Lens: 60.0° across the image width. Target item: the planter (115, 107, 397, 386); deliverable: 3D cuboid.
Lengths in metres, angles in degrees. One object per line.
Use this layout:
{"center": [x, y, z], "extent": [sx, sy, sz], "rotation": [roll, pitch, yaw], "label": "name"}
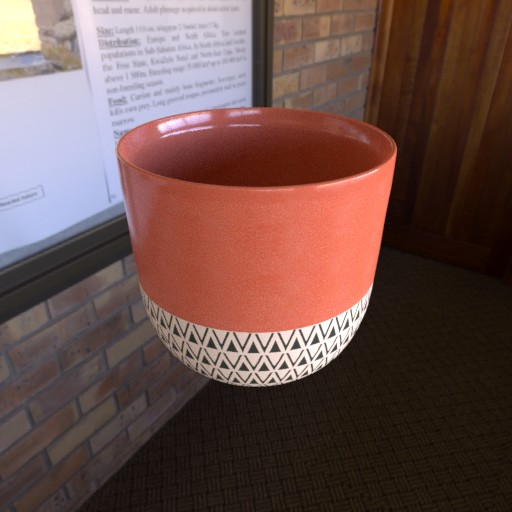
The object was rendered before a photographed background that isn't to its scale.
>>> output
{"center": [0.000, 0.000, 0.501], "extent": [0.266, 0.270, 0.266], "rotation": [0, 31, 0], "label": "planter"}
